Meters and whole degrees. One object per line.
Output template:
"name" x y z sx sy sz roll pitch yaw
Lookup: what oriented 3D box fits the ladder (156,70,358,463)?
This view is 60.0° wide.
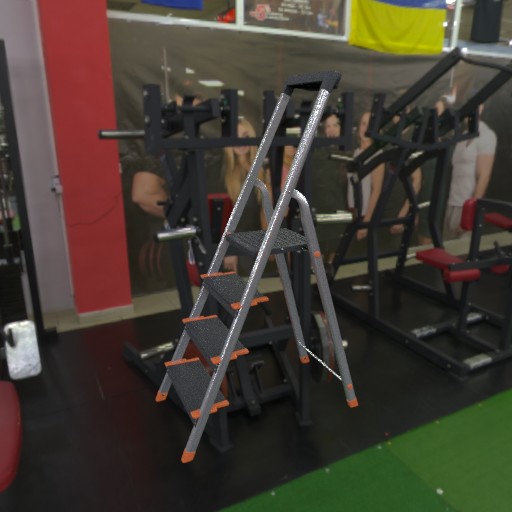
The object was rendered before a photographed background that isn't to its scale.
"ladder" 0.000 0.000 1.850 0.834 1.429 0.452 -8 19 -24
